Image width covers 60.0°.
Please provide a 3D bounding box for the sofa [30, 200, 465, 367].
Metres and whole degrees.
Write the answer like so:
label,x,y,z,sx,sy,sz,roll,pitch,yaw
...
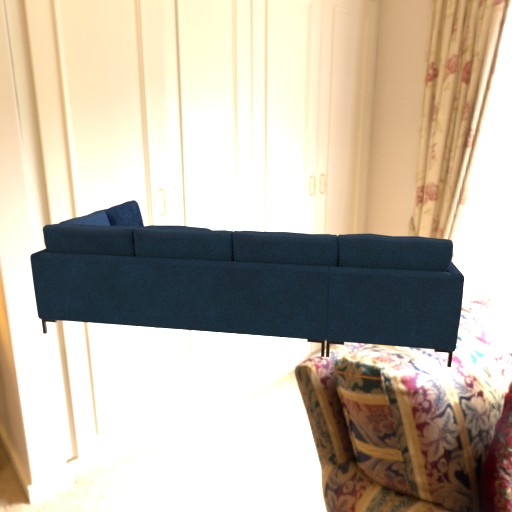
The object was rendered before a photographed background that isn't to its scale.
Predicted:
label,x,y,z,sx,sy,sz,roll,pitch,yaw
sofa,0.000,0.000,3.265,2.486,0.687,1.707,3,15,10
